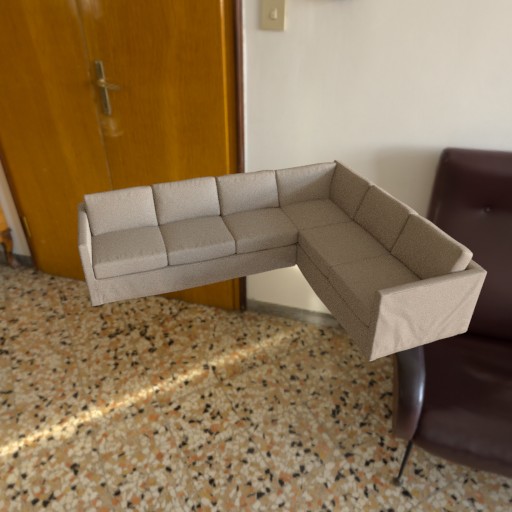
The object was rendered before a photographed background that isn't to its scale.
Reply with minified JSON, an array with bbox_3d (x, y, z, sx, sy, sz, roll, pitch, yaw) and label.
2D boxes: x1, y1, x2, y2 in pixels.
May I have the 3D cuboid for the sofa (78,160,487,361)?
[{"bbox_3d":[0.000,0.000,4.277,3.182,0.871,2.432,-10,34,-16],"label":"sofa"}]
